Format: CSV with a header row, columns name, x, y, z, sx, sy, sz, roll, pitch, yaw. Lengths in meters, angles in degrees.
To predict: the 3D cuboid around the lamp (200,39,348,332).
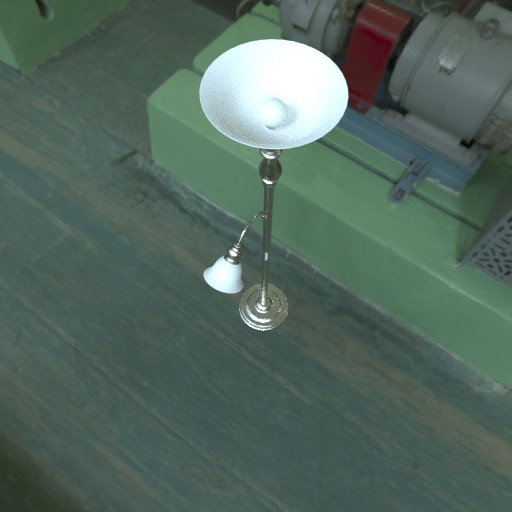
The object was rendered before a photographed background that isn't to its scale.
name,x,y,z,sx,sy,sz,roll,pitch,yaw
lamp,0.000,0.000,1.982,0.405,1.785,0.575,32,68,15
